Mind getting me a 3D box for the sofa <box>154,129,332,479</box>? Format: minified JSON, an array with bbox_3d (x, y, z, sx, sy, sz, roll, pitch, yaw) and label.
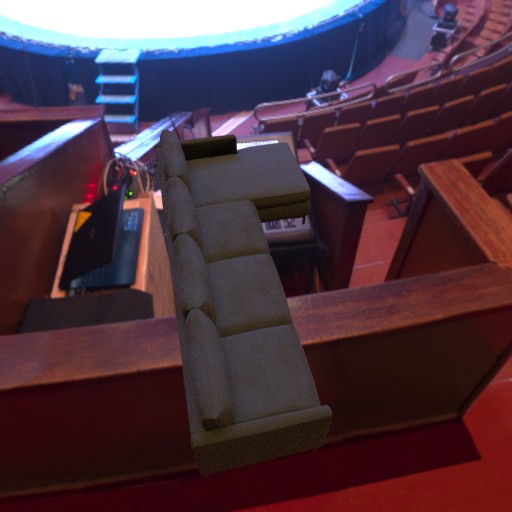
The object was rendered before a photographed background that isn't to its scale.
[{"bbox_3d":[0.000,0.000,3.280,1.255,0.756,2.725,-9,49,-8],"label":"sofa"}]
